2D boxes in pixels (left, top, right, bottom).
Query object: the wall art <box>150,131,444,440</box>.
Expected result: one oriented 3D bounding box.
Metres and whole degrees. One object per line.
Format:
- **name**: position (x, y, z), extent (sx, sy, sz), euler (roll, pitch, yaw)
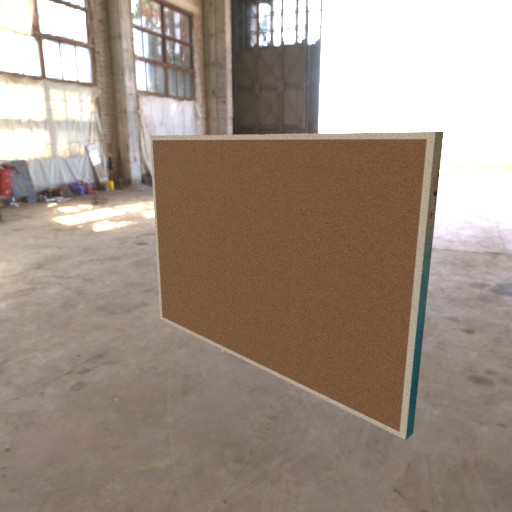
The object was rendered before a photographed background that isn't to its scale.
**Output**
- **wall art**: position (0.000, 0.000, 1.450), extent (0.040, 0.769, 1.136), euler (-14, 20, -43)
